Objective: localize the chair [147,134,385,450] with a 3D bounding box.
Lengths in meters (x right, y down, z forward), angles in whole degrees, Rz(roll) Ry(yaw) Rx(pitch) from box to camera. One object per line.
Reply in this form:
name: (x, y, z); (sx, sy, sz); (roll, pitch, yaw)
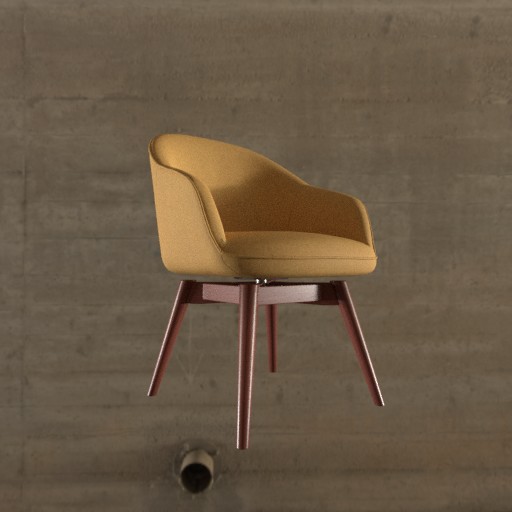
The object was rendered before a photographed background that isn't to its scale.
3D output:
chair: (0.000, 0.000, 1.293); (0.596, 0.823, 0.635); (1, -1, -37)
